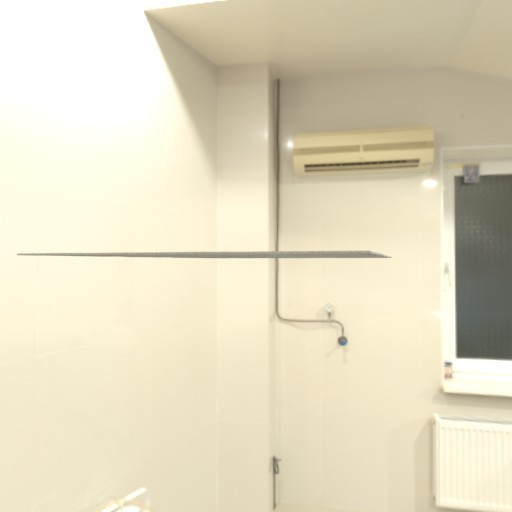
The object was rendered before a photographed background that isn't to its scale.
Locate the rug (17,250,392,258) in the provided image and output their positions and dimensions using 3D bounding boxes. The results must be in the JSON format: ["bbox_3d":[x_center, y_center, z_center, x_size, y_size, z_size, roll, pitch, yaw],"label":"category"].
[{"bbox_3d":[0.000,0.000,4.328,2.448,0.020,3.359,0,-1,19],"label":"rug"}]
